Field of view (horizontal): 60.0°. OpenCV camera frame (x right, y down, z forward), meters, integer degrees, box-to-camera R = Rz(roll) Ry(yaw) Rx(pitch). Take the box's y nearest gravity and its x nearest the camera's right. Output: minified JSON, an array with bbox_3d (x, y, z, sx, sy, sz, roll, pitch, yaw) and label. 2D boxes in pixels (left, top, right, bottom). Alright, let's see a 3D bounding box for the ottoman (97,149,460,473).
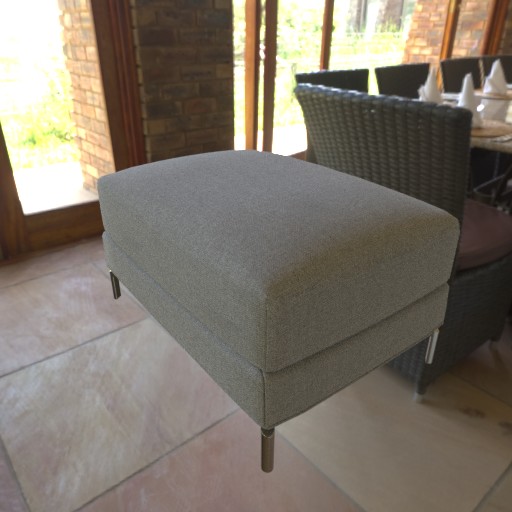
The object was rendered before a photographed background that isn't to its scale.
[{"bbox_3d":[0.000,0.000,1.195,0.584,0.457,0.838,-19,32,-32],"label":"ottoman"}]
